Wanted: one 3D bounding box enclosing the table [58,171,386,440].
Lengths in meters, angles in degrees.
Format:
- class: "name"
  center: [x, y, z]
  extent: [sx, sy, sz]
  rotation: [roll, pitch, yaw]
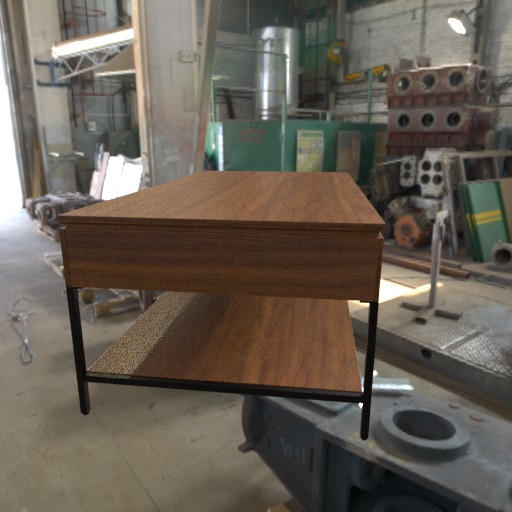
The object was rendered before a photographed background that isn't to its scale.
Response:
- class: "table"
  center: [0.000, 0.000, 1.318]
  extent: [0.574, 0.414, 1.057]
  rotation: [2, 15, 8]
